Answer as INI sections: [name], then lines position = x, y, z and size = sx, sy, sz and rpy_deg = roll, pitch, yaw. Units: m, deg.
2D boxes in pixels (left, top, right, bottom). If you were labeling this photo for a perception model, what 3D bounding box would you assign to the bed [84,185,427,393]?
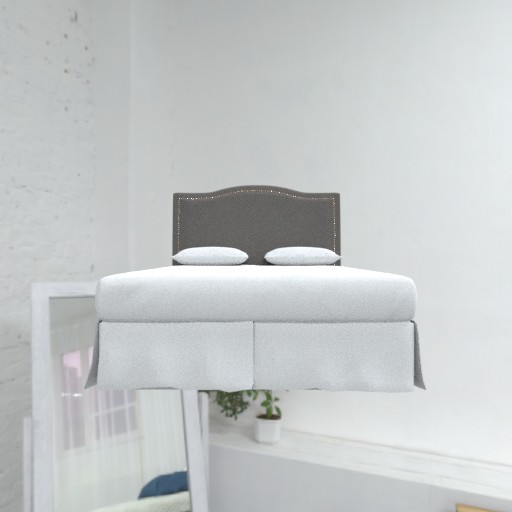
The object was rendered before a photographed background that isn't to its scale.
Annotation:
[bed]
position = 0.000, 0.000, 3.443
size = 1.821, 1.436, 2.282
rpy_deg = 0, 0, 0
